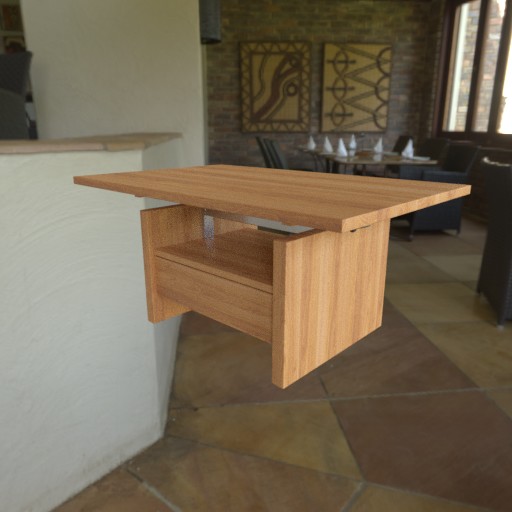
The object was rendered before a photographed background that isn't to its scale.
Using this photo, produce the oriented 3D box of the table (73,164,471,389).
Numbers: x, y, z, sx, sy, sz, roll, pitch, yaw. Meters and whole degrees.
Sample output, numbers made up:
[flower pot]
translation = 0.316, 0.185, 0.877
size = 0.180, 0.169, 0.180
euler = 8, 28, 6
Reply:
[table]
translation = 0.000, 0.000, 1.507
size = 1.100, 0.510, 0.700
euler = 15, 22, 41
